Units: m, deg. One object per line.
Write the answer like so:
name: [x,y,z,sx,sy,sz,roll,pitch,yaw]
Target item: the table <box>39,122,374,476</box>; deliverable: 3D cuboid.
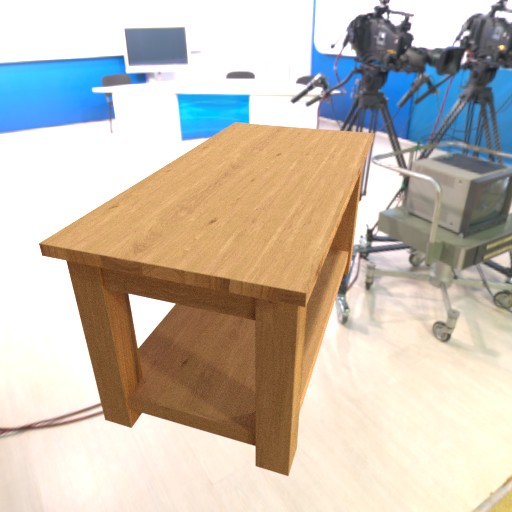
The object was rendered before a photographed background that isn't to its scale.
table: [0.000,0.000,1.146,0.450,0.452,0.899,10,31,16]
